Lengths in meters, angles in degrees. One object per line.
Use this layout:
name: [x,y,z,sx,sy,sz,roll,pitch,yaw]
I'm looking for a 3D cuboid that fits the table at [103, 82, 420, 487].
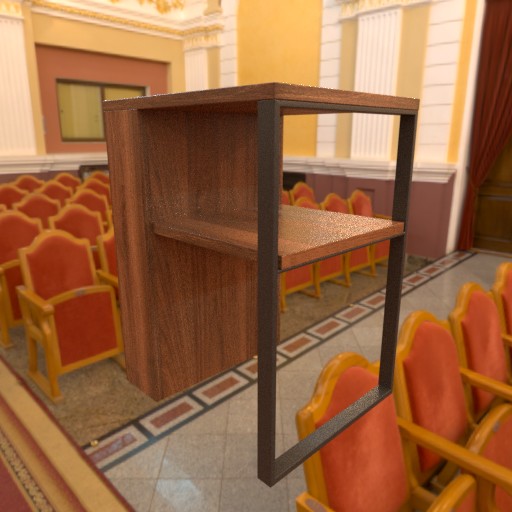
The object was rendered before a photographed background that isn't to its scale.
table: [0.000,0.000,1.564,0.660,1.041,0.786,-15,21,-43]
